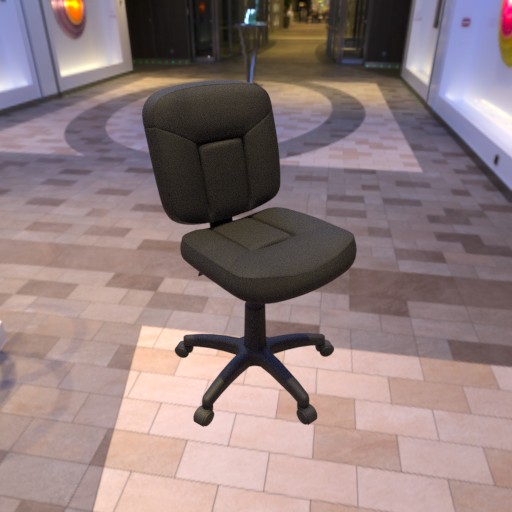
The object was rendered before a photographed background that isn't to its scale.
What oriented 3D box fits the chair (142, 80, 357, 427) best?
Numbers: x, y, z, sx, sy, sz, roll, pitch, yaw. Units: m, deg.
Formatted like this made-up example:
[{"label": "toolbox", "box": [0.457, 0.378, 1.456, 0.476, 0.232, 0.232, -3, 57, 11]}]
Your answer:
[{"label": "chair", "box": [0.000, 0.000, 1.395, 0.610, 0.972, 0.610, -20, 35, -32]}]
